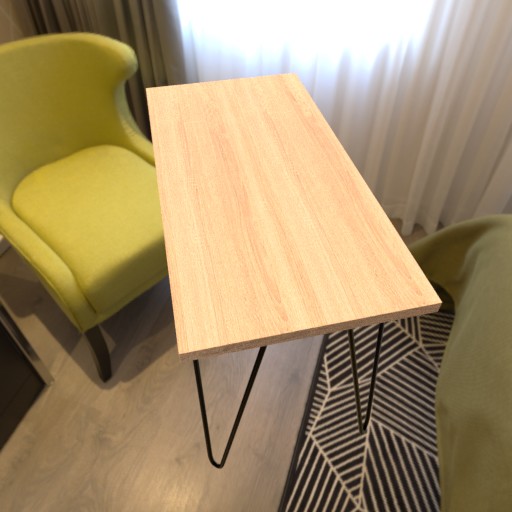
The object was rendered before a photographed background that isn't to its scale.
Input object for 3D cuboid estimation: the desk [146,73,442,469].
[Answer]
[{"bbox_3d":[0.000,0.000,1.373,0.499,0.660,0.991,-9,48,-9],"label":"desk"}]
